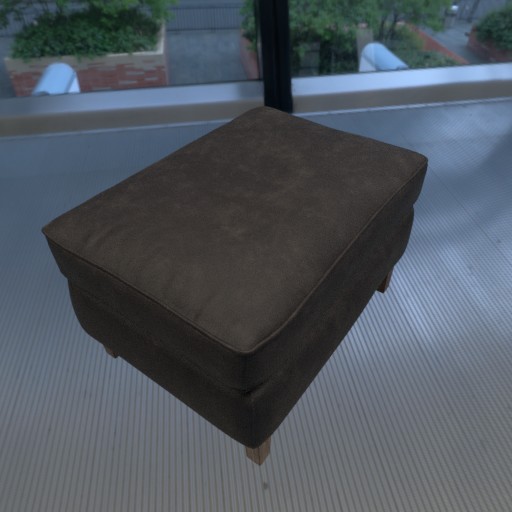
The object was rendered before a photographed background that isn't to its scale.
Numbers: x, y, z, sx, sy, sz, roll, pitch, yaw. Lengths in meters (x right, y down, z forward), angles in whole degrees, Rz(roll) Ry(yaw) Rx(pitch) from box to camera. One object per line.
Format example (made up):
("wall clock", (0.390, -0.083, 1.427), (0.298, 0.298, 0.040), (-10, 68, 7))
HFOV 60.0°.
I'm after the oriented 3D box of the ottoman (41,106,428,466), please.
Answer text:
("ottoman", (0.000, 0.000, 0.966), (0.501, 0.413, 0.665), (26, 48, 26))
